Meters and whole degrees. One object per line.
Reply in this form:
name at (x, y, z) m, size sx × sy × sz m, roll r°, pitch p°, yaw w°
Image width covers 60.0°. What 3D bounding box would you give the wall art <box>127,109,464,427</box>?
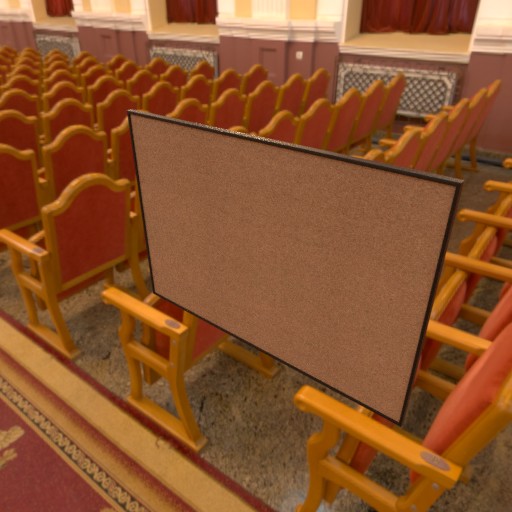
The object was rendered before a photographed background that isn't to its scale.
wall art at (0.000, 0.000, 1.229) m, size 0.957 × 0.660 × 0.019 m, roll 22°, pitch 37°, yaw 32°
